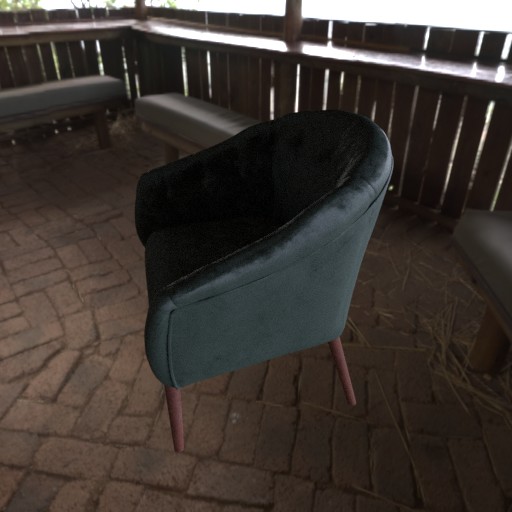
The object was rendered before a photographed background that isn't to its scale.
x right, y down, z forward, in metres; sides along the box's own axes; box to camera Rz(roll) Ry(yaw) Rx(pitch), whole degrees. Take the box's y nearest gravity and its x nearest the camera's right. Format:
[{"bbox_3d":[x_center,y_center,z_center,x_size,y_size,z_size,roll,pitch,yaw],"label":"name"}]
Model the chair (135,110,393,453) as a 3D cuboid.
[{"bbox_3d":[0.000,0.000,1.502,0.776,0.885,0.851,-8,32,-13],"label":"chair"}]
